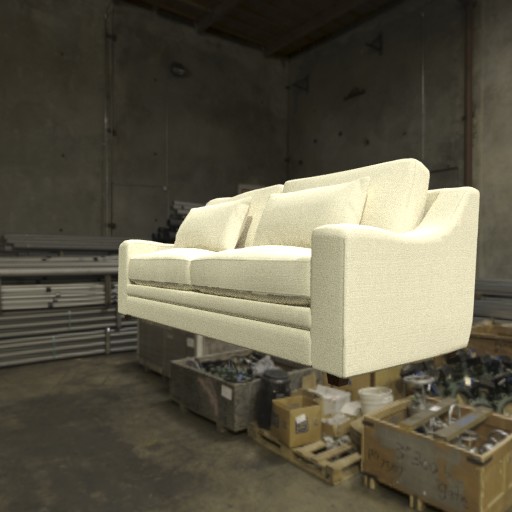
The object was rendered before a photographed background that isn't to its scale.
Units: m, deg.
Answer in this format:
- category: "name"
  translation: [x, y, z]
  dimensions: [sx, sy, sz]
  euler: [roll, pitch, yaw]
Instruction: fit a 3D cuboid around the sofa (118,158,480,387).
- category: "sofa"
  translation: [0.000, 0.000, 2.922]
  dimensions: [1.009, 1.022, 2.470]
  euler: [0, 0, -37]
